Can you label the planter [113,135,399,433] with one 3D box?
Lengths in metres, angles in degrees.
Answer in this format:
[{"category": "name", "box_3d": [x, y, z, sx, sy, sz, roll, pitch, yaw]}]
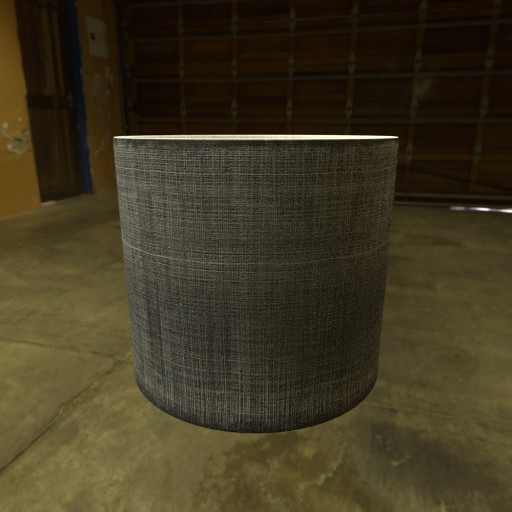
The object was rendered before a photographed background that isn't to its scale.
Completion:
[{"category": "planter", "box_3d": [0.000, 0.000, 0.385, 0.221, 0.201, 0.221, 0, 16, 0]}]
